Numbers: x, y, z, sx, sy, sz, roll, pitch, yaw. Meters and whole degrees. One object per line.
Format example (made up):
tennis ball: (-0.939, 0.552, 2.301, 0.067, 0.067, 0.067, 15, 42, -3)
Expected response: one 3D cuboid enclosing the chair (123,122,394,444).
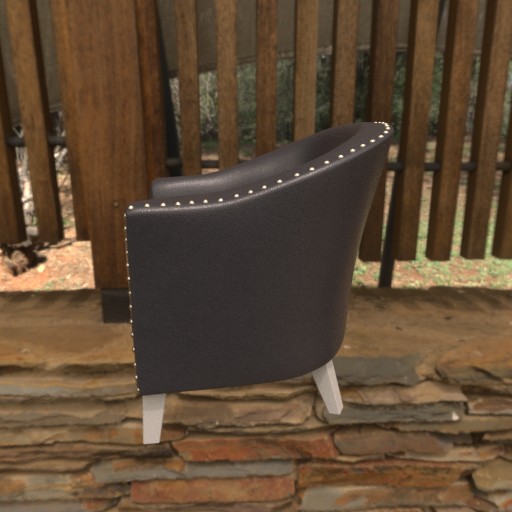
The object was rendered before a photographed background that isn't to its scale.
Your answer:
chair: (0.000, 0.000, 1.419, 0.748, 0.823, 0.794, -2, 14, -8)
